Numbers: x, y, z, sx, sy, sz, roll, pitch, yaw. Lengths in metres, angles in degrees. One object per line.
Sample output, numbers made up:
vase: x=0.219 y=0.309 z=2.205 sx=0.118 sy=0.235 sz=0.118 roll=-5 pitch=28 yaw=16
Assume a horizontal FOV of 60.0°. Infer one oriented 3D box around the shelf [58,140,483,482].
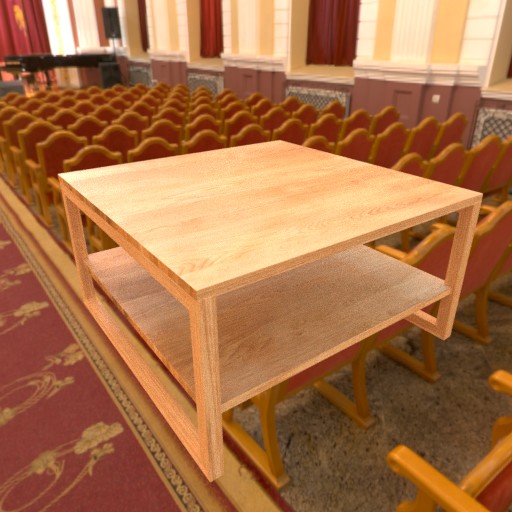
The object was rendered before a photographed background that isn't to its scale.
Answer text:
shelf: x=0.000 y=0.000 z=1.417 sx=0.899 sy=0.480 sz=0.899 roll=-18 pitch=31 yaw=-32
